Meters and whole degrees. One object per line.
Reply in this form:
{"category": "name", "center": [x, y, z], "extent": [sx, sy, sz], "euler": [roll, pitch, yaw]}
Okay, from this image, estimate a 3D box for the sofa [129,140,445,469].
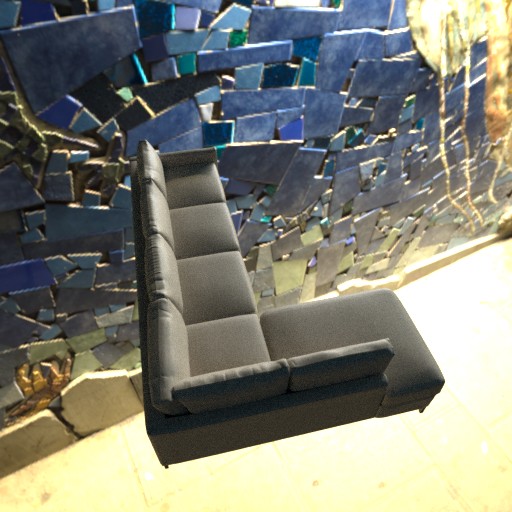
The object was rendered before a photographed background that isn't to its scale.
{"category": "sofa", "center": [0.000, 0.000, 3.122], "extent": [1.617, 0.703, 2.423], "euler": [-10, 47, -9]}
